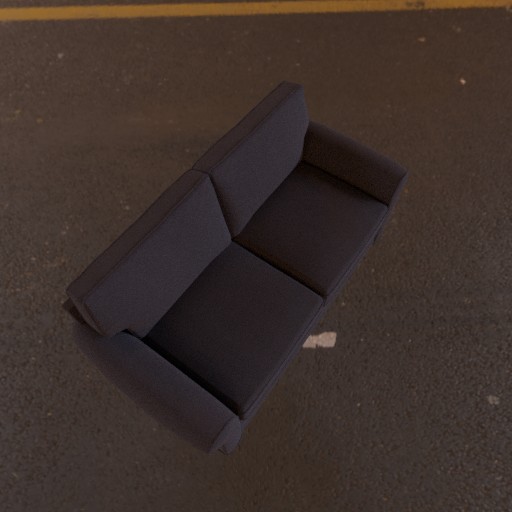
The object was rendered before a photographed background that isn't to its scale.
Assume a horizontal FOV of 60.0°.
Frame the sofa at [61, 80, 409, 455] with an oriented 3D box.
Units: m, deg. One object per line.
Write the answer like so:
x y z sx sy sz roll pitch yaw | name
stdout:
0.000 0.000 2.534 0.951 1.031 2.009 32 64 17 | sofa
